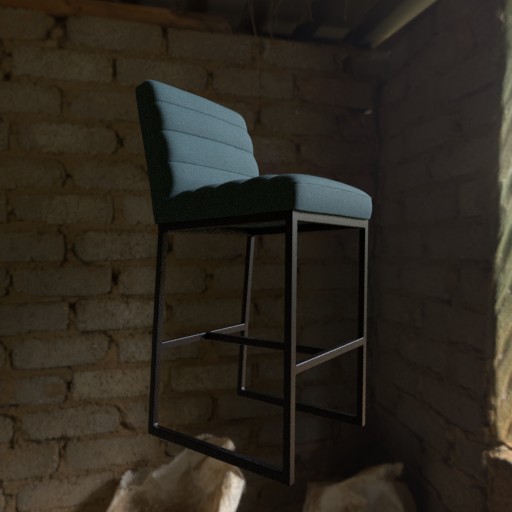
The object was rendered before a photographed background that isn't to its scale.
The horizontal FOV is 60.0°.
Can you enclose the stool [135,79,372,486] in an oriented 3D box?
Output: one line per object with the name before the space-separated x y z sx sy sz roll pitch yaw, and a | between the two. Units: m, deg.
stool | 0.000 0.000 1.326 0.560 1.040 0.460 1 1 36
